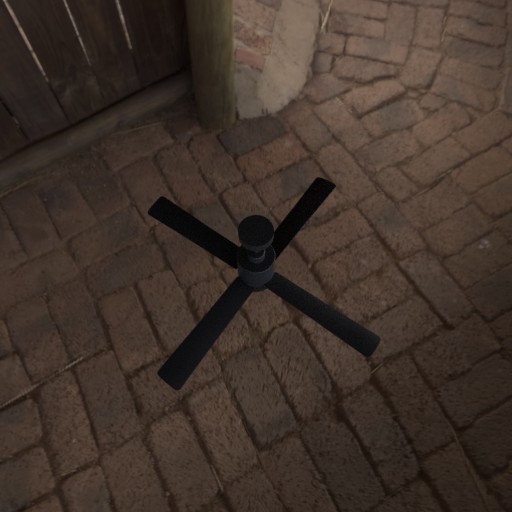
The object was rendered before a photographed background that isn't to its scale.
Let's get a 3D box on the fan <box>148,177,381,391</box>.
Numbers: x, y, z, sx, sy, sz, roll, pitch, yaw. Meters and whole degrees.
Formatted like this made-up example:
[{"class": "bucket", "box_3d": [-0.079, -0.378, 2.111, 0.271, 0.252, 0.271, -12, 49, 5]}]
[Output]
[{"class": "fan", "box_3d": [0.000, 0.000, 2.327, 1.525, 0.534, 1.525, 33, 68, 16]}]
